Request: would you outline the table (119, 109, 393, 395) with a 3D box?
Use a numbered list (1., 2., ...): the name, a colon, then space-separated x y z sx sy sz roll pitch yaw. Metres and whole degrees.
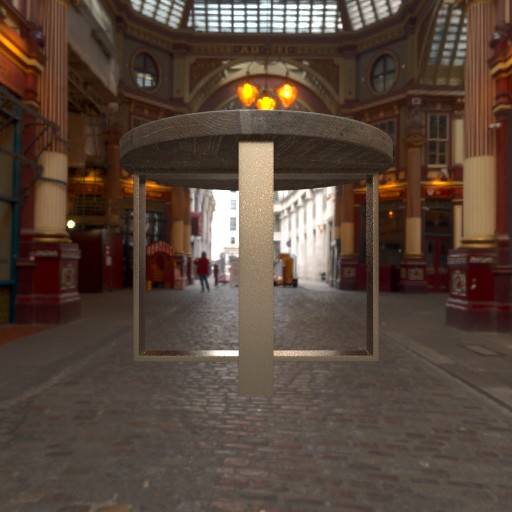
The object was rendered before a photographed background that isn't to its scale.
1. table: 0.000 0.000 0.944 0.557 0.437 0.557 0 0 0
